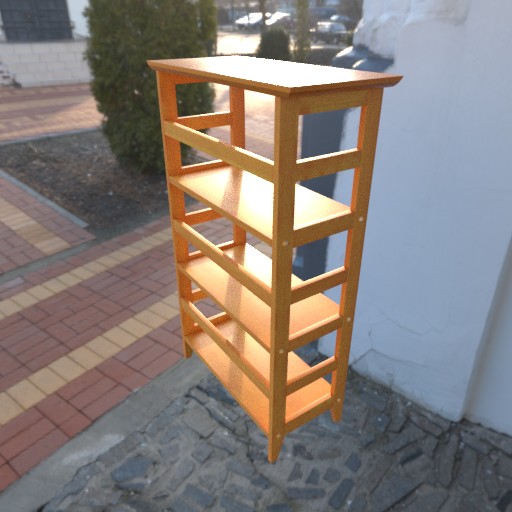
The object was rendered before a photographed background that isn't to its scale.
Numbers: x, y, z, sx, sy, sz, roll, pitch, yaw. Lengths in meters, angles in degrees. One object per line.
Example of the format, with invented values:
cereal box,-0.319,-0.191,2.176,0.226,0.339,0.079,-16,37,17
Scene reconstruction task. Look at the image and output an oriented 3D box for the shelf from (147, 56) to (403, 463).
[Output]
shelf,0.000,0.000,1.355,0.305,1.067,0.660,-18,33,-30
